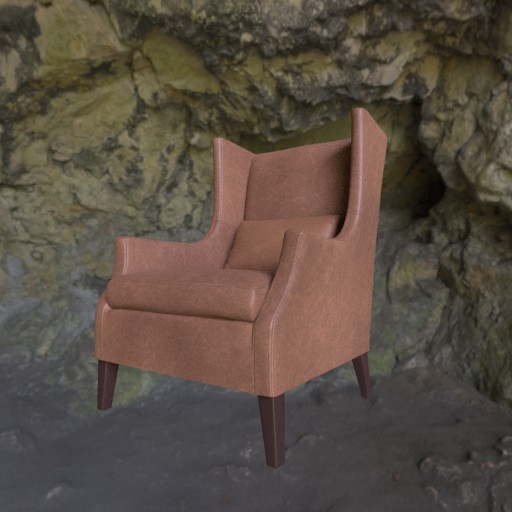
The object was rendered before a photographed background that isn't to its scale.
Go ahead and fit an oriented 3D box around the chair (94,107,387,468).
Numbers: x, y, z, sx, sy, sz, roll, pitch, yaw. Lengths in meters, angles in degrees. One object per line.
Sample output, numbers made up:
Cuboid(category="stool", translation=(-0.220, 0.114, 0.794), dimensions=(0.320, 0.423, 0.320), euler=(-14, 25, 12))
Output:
Cuboid(category="chair", translation=(0.000, 0.000, 1.692), dimensions=(0.815, 1.088, 0.913), euler=(0, 0, 36))
